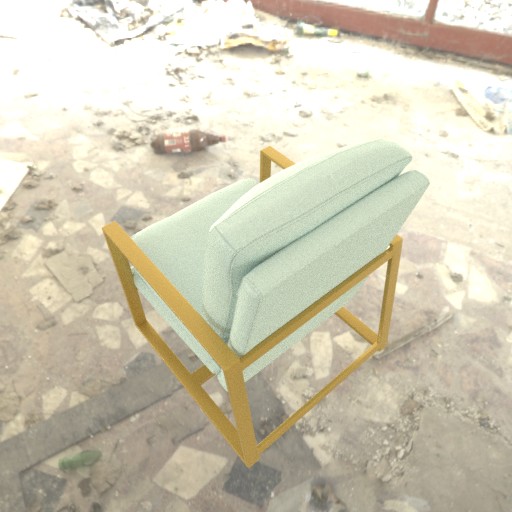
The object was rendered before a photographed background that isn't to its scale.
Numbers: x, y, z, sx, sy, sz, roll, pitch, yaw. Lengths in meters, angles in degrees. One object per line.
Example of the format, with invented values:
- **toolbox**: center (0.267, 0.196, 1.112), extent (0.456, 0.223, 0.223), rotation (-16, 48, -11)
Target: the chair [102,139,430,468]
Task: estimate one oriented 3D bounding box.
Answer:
- **chair**: center (0.000, 0.000, 1.552), extent (0.758, 0.956, 0.813), rotation (-32, 55, -26)
